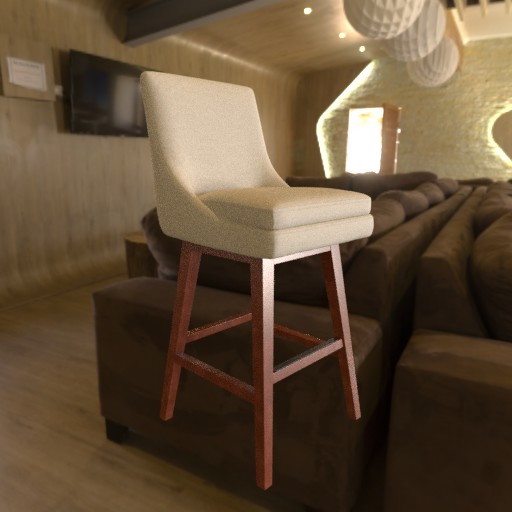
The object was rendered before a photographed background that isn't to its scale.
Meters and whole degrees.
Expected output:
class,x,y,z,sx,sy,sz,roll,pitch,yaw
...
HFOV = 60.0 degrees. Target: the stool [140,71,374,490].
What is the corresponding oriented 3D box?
class,x,y,z,sx,sy,sz,roll,pitch,yaw
stool,0.000,0.000,1.372,0.559,1.092,0.470,12,17,43
